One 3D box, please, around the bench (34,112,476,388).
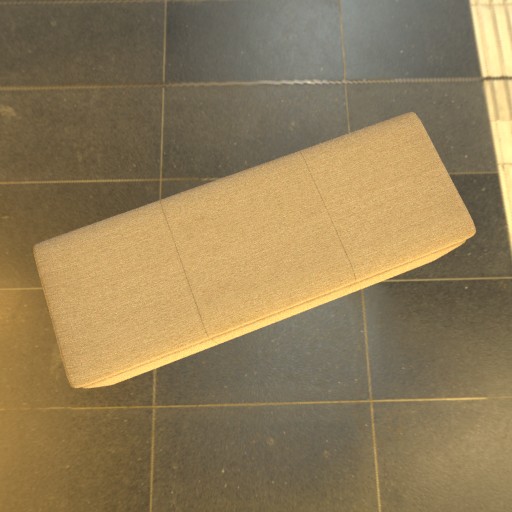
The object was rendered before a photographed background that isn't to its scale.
[{"bbox_3d":[0.000,0.000,1.501,1.269,0.438,0.446,-20,77,-5],"label":"bench"}]
